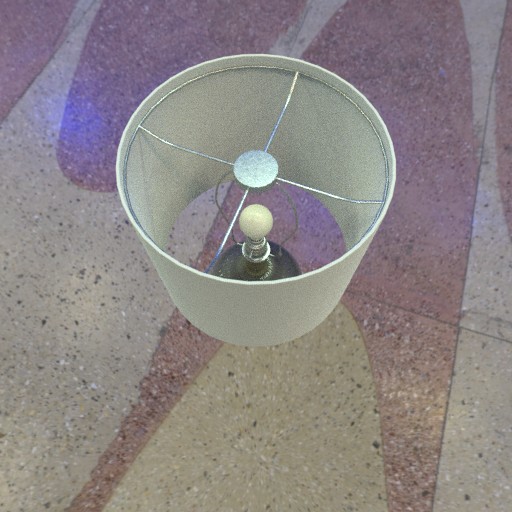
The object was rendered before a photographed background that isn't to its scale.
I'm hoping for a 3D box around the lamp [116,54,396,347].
[{"bbox_3d":[0.000,0.000,0.495,0.207,0.366,0.207,19,67,8],"label":"lamp"}]
